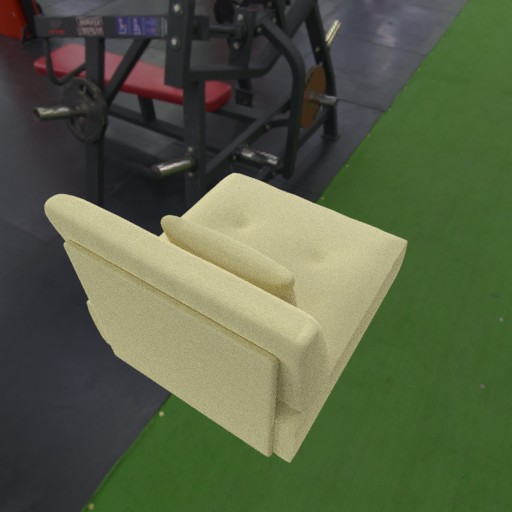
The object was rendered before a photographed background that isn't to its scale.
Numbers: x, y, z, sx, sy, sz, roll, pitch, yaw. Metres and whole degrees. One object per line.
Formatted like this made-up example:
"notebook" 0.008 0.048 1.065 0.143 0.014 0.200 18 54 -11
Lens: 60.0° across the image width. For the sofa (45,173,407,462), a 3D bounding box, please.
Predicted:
"sofa" 0.000 0.000 1.704 0.930 0.820 1.000 26 53 21
